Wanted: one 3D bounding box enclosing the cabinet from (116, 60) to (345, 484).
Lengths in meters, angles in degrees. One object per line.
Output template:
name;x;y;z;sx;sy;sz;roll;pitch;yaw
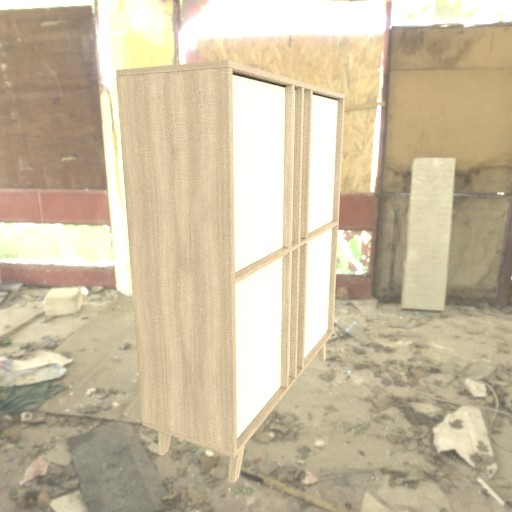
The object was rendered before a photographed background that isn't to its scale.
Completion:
cabinet;0.000;0.000;1.918;0.398;1.388;1.111;7;17;26
